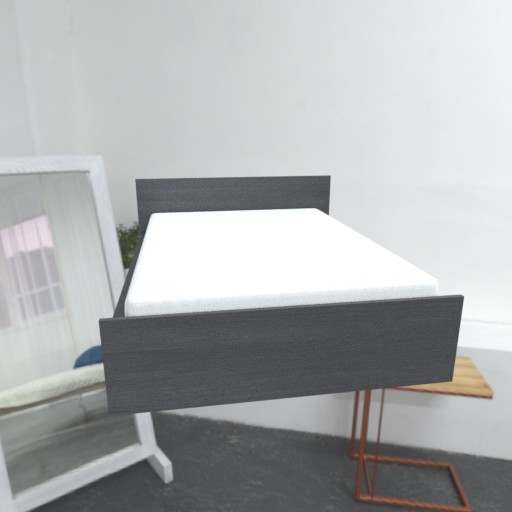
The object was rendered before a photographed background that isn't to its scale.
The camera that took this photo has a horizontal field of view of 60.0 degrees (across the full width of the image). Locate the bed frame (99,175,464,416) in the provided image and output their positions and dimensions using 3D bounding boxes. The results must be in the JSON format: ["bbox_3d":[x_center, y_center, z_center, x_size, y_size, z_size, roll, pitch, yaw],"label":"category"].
[{"bbox_3d":[0.000,0.000,2.860,1.622,0.800,1.960,-3,16,-9],"label":"bed frame"}]
